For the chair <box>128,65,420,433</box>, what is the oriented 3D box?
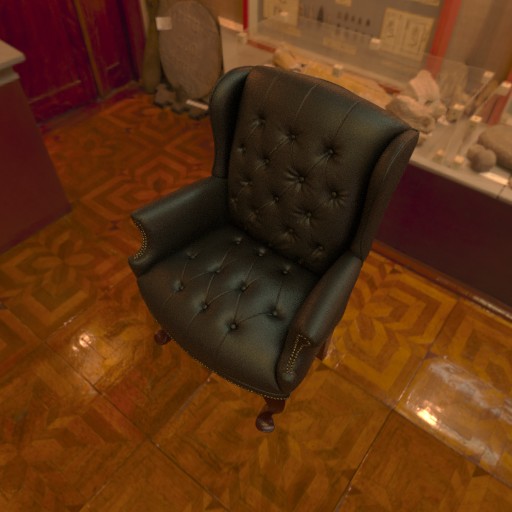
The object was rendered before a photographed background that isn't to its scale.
[{"bbox_3d":[0.000,0.000,1.638,0.838,1.111,0.762,32,56,26],"label":"chair"}]
